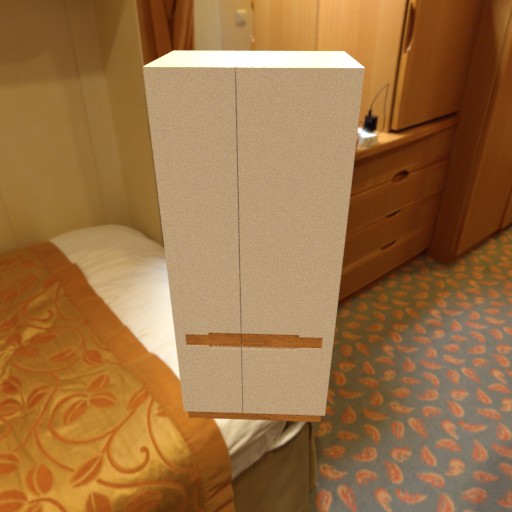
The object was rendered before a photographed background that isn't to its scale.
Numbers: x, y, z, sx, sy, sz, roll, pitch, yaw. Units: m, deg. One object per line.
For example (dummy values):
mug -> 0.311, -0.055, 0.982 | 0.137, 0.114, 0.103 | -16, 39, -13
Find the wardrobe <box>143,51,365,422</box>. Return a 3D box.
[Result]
wardrobe -> 0.000, 0.000, 2.488 | 0.860, 2.040, 0.600 | 1, 30, 2
